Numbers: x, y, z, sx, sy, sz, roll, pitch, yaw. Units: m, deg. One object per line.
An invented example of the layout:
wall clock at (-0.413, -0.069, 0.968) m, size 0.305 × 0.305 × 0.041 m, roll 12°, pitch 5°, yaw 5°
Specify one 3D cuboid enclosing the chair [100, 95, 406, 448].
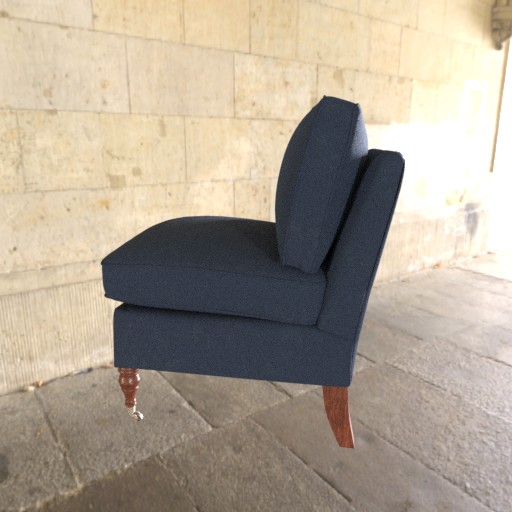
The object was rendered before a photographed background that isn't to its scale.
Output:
chair at (0.000, 0.000, 1.639) m, size 0.912 × 1.052 × 0.724 m, roll 2°, pitch 14°, yaw 9°
